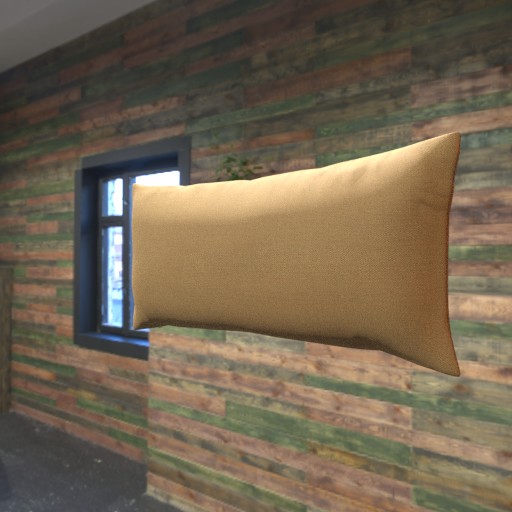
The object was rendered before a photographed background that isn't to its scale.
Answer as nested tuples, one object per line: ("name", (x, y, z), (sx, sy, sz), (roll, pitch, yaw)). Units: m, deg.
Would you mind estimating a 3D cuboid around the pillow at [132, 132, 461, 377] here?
("pillow", (0.000, 0.000, 0.707), (0.608, 0.291, 0.151), (0, -1, 36))
